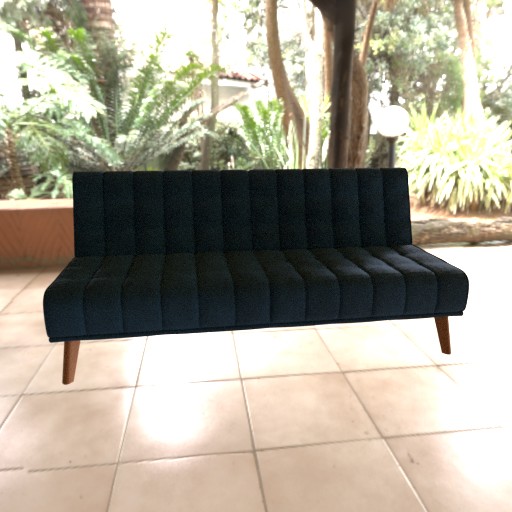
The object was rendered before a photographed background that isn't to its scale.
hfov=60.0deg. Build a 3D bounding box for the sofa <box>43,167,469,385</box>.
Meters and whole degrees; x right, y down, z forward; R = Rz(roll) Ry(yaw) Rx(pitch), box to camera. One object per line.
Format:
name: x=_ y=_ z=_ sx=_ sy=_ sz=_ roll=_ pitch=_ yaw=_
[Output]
sofa: x=0.000 y=0.000 z=2.234 sx=1.804 sy=0.813 sz=0.855 roll=-2 pitch=16 yaw=-8
